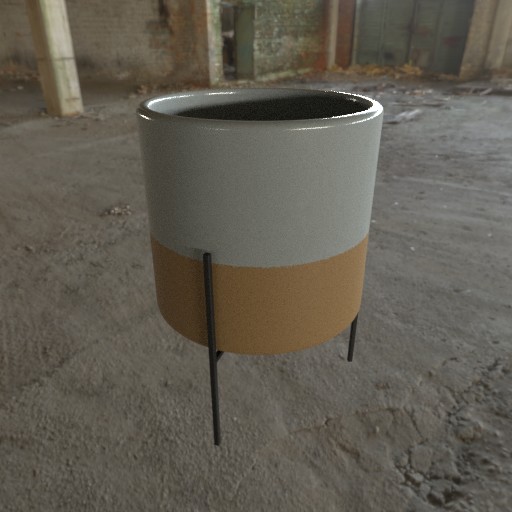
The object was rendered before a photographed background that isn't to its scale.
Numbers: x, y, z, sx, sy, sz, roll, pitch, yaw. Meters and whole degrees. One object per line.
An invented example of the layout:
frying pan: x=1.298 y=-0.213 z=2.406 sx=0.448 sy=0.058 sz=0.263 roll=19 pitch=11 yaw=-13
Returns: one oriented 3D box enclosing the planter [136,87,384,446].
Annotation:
planter: x=0.000 y=0.000 z=0.647 sx=0.310 sy=0.432 sz=0.310 roll=18 pitch=32 yaw=32
